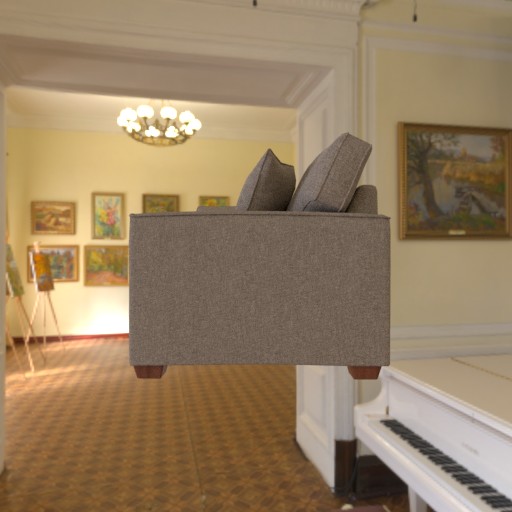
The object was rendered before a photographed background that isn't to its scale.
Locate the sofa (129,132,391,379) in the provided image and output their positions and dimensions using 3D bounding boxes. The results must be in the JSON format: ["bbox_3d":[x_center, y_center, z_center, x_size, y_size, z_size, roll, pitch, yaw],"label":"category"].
[{"bbox_3d":[0.000,0.000,2.829,1.061,0.962,2.317,0,0,1],"label":"sofa"}]
